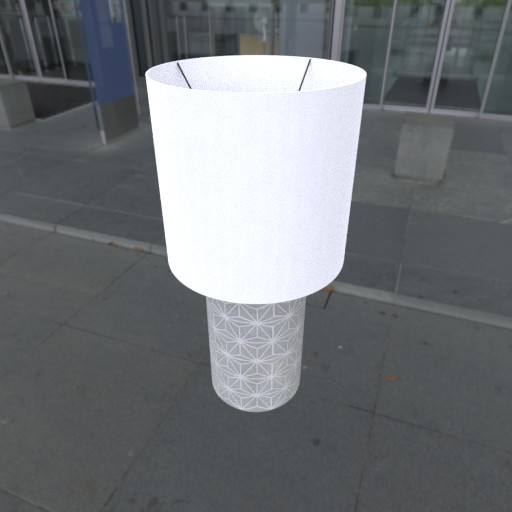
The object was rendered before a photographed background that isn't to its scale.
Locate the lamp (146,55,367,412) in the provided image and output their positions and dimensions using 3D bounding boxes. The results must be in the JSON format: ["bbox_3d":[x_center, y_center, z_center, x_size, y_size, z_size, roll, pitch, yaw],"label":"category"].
[{"bbox_3d":[0.000,0.000,0.531,0.206,0.416,0.206,21,37,30],"label":"lamp"}]
